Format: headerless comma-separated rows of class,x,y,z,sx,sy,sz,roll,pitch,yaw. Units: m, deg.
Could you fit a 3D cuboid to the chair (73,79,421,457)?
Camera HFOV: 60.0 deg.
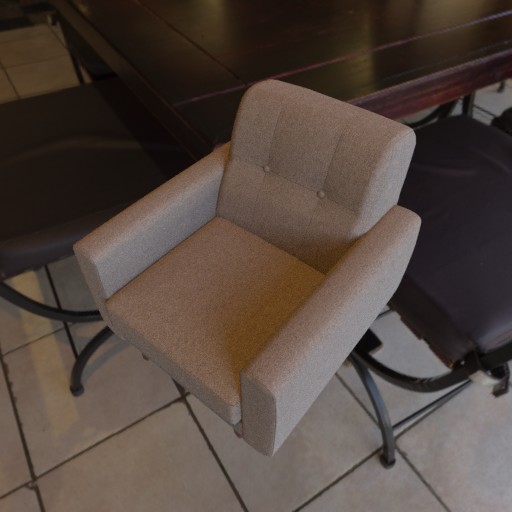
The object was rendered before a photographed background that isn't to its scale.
chair,0.000,0.000,1.544,0.831,0.839,0.907,30,54,26
